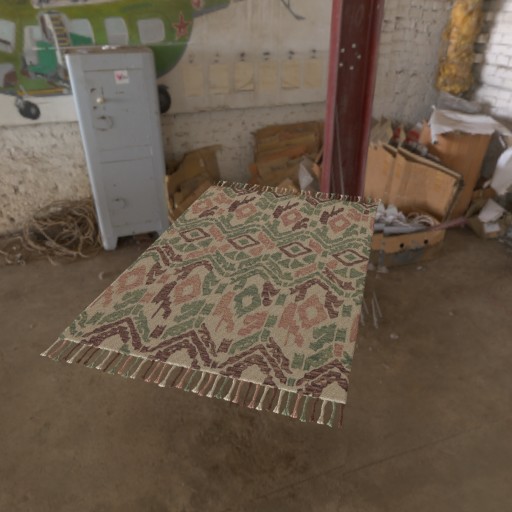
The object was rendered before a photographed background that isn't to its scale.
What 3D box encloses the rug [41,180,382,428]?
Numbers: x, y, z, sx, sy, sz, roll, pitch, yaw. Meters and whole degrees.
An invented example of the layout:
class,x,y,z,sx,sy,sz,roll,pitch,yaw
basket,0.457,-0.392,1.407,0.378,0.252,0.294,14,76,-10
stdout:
class,x,y,z,sx,sy,sz,roll,pitch,yaw
rug,0.000,0.000,2.985,1.524,0.011,2.438,9,32,14
